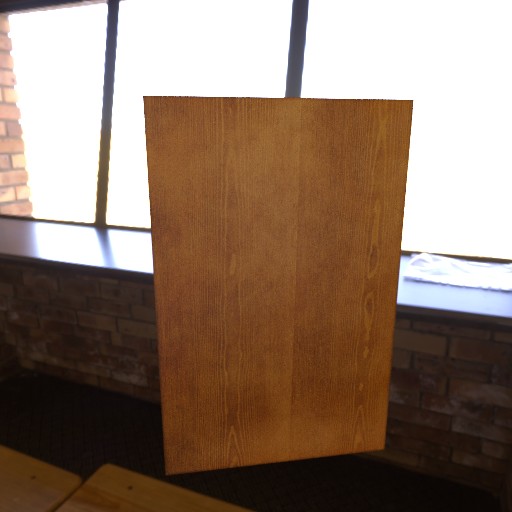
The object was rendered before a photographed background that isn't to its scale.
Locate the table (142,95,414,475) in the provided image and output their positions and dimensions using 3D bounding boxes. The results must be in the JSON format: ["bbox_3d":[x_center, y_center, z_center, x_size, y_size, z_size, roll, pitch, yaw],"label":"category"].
[{"bbox_3d":[0.000,0.000,0.963,0.400,0.605,0.550,-2,15,-9],"label":"table"}]
